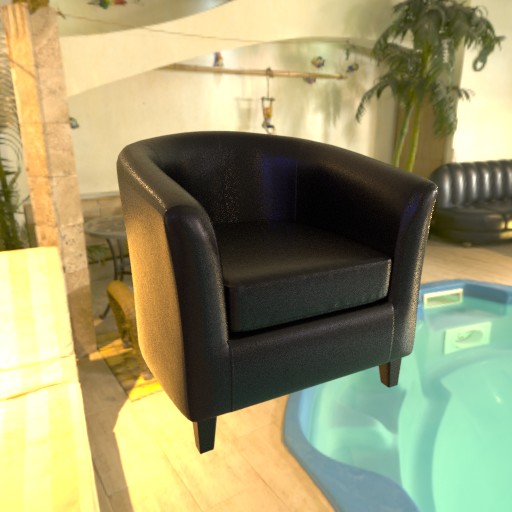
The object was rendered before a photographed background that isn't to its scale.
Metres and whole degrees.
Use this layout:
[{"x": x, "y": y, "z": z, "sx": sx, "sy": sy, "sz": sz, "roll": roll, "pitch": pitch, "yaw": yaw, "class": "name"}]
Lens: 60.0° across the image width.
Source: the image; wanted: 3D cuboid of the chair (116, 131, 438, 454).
[{"x": 0.000, "y": 0.000, "z": 1.412, "sx": 0.793, "sy": 0.756, "sz": 0.727, "roll": -9, "pitch": 19, "yaw": -26, "class": "chair"}]
